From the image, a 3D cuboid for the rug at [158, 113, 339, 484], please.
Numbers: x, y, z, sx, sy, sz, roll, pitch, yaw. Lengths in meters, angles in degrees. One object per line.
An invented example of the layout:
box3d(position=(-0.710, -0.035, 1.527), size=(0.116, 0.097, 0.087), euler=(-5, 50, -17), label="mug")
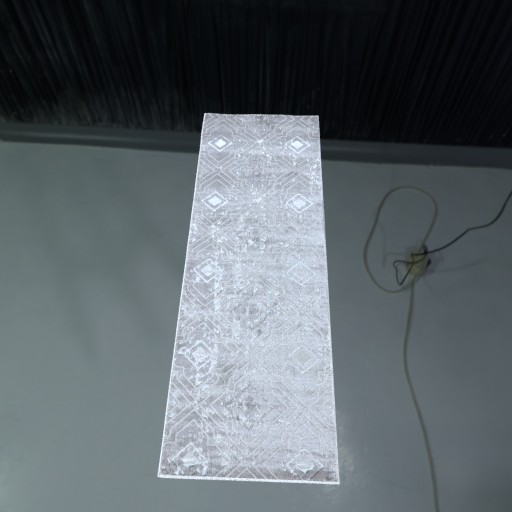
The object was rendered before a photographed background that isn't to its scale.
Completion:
box3d(position=(0.000, 0.000, 2.622), size=(0.832, 0.035, 2.381), euler=(2, 59, 1), label="rug")
